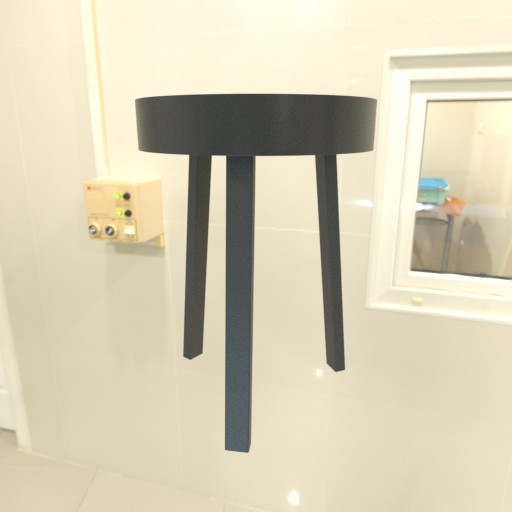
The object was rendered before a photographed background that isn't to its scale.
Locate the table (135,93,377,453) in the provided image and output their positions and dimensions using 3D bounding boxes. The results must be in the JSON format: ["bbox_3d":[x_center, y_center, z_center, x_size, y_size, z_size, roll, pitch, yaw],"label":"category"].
[{"bbox_3d":[0.000,0.000,0.848,0.406,0.559,0.406,0,17,0],"label":"table"}]
